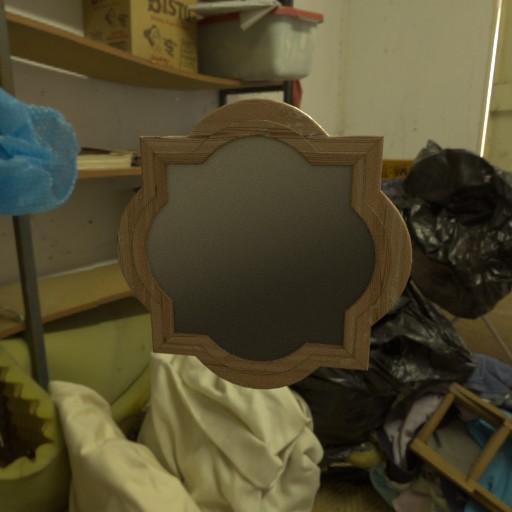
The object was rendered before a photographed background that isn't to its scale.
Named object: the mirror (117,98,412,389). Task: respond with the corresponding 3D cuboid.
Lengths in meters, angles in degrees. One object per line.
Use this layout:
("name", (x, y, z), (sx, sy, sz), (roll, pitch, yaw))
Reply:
("mirror", (0.000, 0.000, 1.045), (0.686, 0.686, 0.019), (2, 15, 9))
